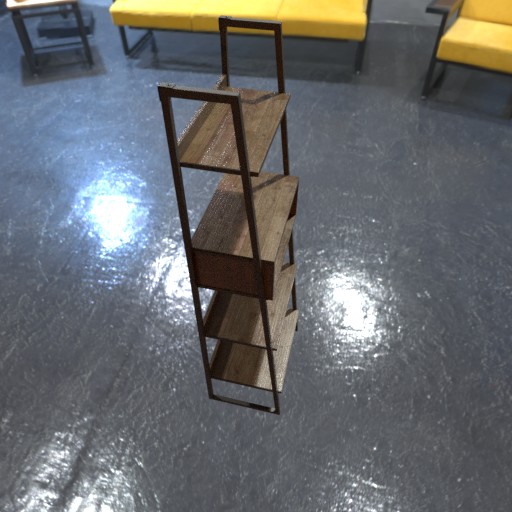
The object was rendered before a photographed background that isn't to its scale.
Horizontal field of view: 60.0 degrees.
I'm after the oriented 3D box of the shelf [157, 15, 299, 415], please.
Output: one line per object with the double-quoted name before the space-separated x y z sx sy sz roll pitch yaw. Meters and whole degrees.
"shelf" 0.000 0.000 2.229 0.454 2.005 0.652 10 46 9
